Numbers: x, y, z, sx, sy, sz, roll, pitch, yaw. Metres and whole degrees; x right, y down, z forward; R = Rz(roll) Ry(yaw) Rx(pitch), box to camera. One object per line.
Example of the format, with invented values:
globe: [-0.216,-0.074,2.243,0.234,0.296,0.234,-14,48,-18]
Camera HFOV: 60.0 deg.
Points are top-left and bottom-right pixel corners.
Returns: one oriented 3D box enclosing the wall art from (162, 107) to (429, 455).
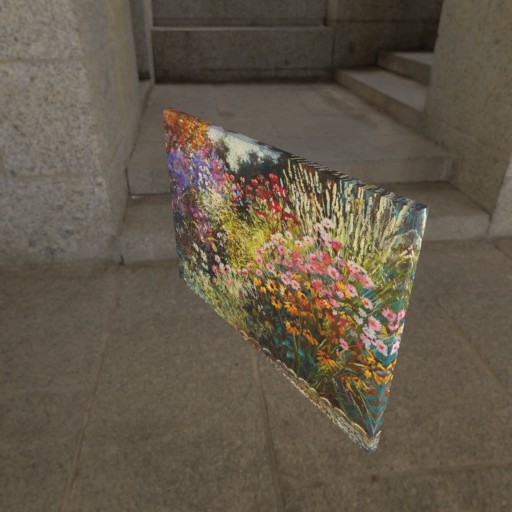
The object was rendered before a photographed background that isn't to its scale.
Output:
wall art: [0.000,0.000,1.470,0.042,0.760,1.136,-20,36,-31]
